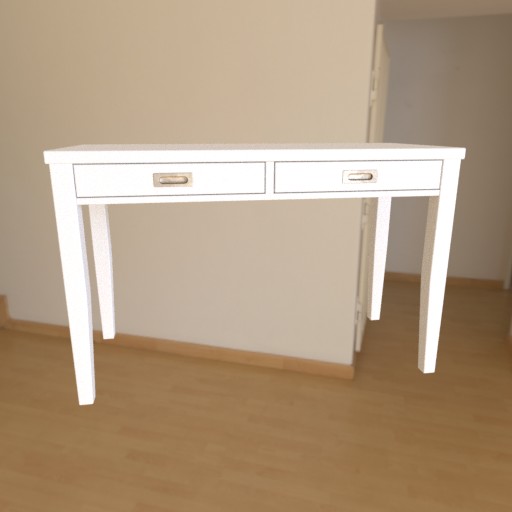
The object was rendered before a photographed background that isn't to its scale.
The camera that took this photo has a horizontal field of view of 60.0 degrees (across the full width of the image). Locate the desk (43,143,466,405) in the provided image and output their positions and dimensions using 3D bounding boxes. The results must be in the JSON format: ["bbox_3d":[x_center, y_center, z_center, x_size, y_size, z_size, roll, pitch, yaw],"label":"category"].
[{"bbox_3d":[0.000,0.000,1.607,1.220,0.775,0.508,-3,16,-9],"label":"desk"}]
